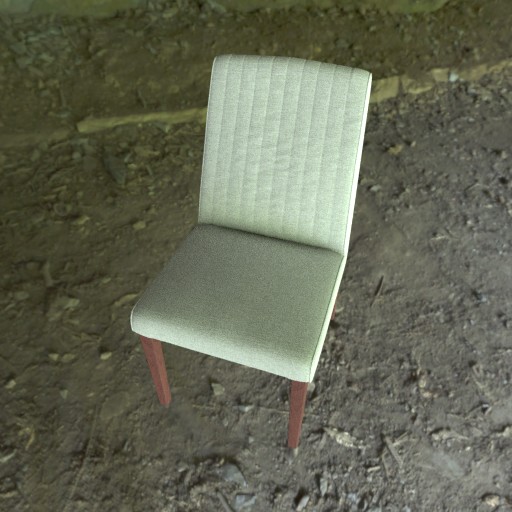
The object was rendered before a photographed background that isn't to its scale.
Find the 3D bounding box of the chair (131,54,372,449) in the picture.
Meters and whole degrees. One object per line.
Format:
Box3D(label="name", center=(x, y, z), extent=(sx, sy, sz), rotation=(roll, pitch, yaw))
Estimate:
Box3D(label="chair", center=(0.000, 0.000, 1.238), extent=(0.480, 0.900, 0.594), rotation=(13, 42, 14))
